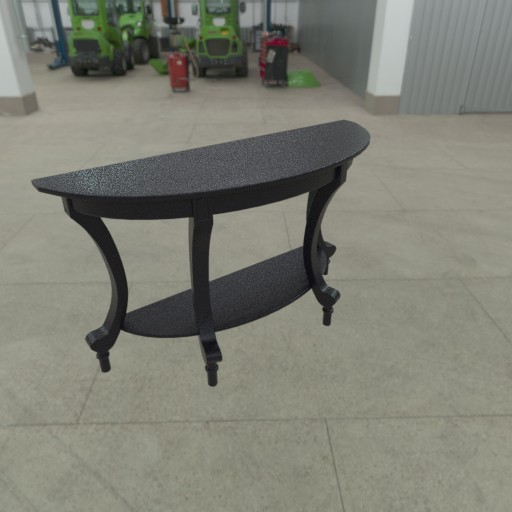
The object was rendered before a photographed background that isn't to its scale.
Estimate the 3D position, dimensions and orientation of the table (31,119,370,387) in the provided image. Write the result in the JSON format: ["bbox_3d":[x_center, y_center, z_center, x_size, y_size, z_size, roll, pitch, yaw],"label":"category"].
[{"bbox_3d":[0.000,0.000,1.522,1.198,0.692,0.394,-20,35,-32],"label":"table"}]
